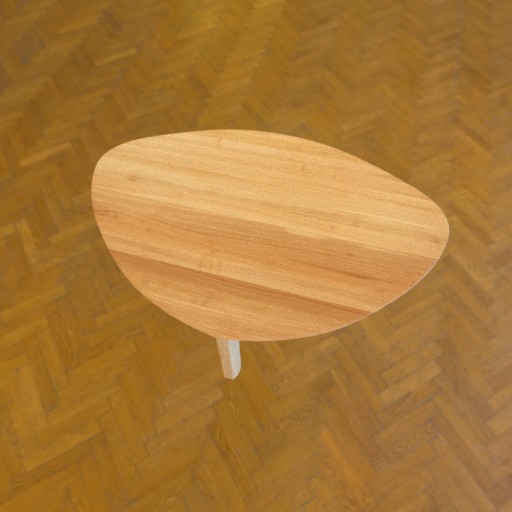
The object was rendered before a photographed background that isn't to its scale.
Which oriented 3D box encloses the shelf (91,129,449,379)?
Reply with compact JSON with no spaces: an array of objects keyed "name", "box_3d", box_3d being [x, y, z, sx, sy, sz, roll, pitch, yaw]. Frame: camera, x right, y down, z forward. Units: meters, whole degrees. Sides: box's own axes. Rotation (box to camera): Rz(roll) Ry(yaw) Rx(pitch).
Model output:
[{"name":"shelf","box_3d":[0.000,0.000,1.658,1.246,0.440,0.845,12,59,7]}]
